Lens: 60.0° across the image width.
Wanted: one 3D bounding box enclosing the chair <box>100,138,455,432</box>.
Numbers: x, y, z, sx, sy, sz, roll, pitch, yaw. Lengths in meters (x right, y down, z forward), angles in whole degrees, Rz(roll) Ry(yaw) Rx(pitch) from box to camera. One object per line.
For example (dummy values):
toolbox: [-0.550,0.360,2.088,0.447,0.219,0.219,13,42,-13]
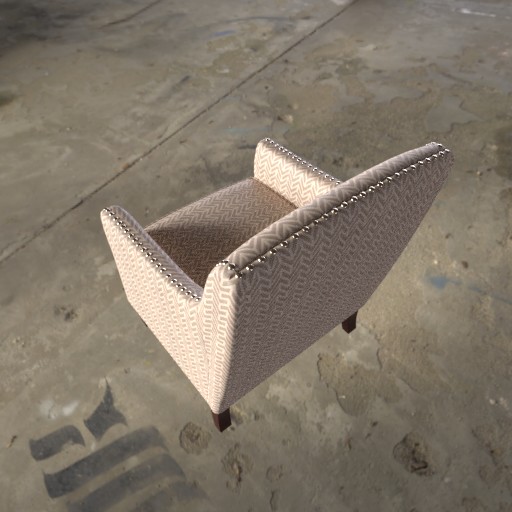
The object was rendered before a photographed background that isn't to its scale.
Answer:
chair: [0.000,0.000,1.283,0.623,0.816,0.651,-30,53,-26]
